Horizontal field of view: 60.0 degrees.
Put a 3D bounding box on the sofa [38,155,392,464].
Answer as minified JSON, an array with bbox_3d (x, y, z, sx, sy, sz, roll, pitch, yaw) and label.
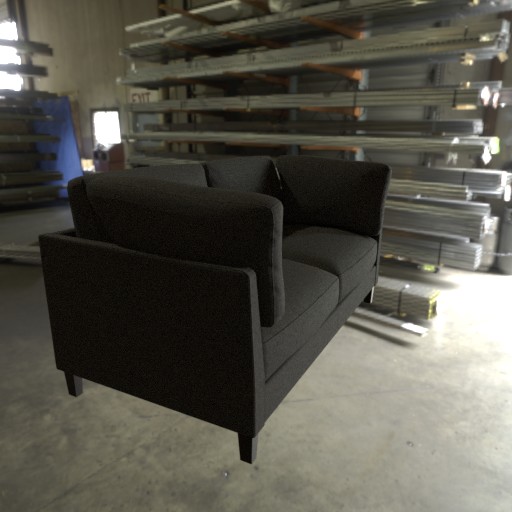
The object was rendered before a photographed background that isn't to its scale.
[{"bbox_3d":[0.000,0.000,2.235,0.969,0.920,1.751,8,18,27],"label":"sofa"}]
